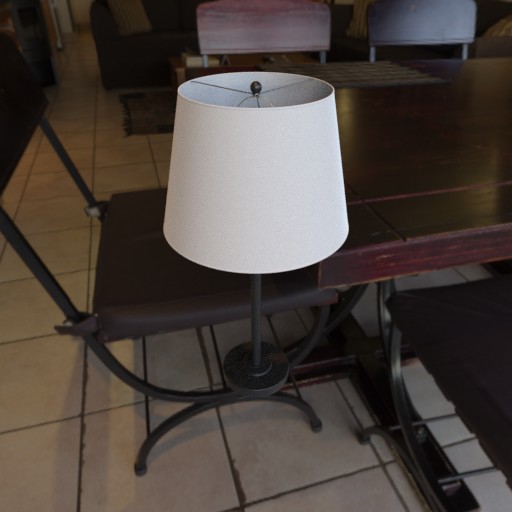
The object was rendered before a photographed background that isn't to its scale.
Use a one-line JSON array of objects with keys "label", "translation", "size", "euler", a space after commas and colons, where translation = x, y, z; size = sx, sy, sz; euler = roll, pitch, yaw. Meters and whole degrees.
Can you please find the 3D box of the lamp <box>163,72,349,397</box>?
[{"label": "lamp", "translation": [0.000, 0.000, 0.929], "size": [0.363, 0.696, 0.363], "euler": [0, 33, 0]}]
